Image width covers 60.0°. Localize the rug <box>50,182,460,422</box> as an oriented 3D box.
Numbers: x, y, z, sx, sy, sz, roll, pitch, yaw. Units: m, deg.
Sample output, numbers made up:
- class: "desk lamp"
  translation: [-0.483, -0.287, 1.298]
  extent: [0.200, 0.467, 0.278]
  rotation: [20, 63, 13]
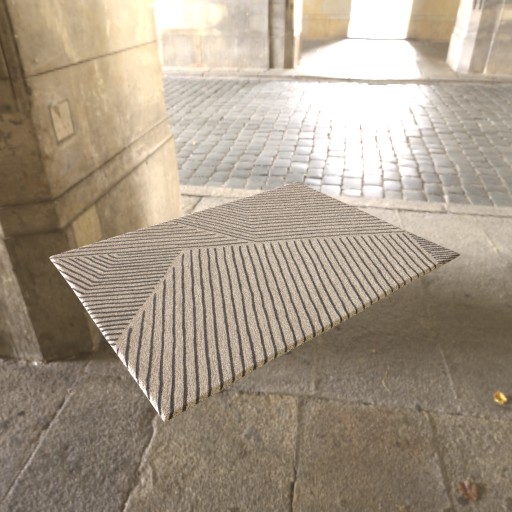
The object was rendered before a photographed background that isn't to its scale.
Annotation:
- class: "rug"
  translation: [0.000, 0.000, 3.282]
  extent: [2.449, 0.028, 1.829]
  rotation: [-22, 37, -31]
